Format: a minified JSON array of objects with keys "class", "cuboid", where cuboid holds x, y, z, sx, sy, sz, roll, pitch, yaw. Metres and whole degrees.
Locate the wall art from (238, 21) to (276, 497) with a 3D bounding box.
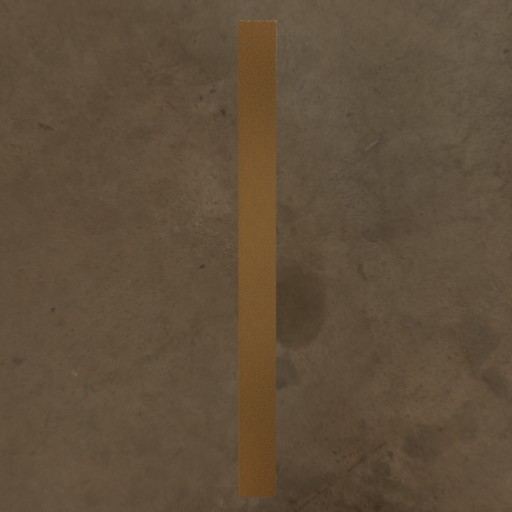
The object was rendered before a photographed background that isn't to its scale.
[{"class":"wall art","cuboid":[0.000,0.000,0.728,0.040,0.509,0.509,0,91,0]}]
